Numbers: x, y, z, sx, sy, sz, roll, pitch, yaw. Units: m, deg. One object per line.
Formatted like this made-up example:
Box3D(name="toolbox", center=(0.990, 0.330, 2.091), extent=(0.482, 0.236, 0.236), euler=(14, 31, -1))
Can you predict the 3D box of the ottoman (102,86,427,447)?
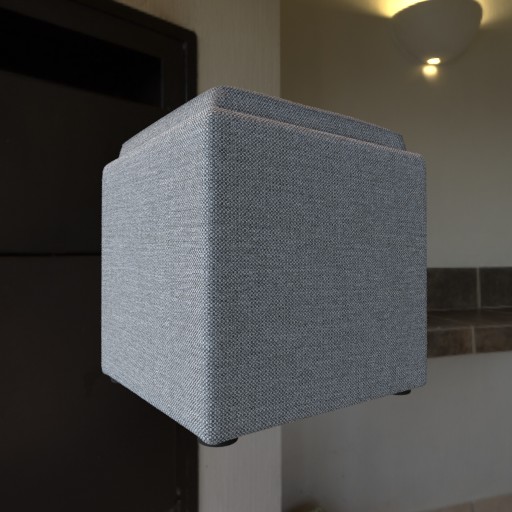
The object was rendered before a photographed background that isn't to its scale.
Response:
Box3D(name="ottoman", center=(0.000, 0.000, 0.840), extent=(0.454, 0.487, 0.436), euler=(0, -1, -36))
